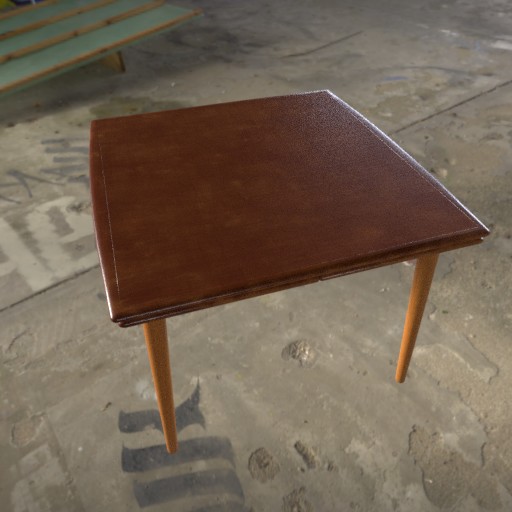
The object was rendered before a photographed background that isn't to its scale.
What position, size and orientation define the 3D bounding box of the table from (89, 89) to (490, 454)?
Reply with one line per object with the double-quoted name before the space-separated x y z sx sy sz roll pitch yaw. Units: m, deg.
"table" 0.000 0.000 1.619 0.991 0.754 0.991 -12 43 -13
